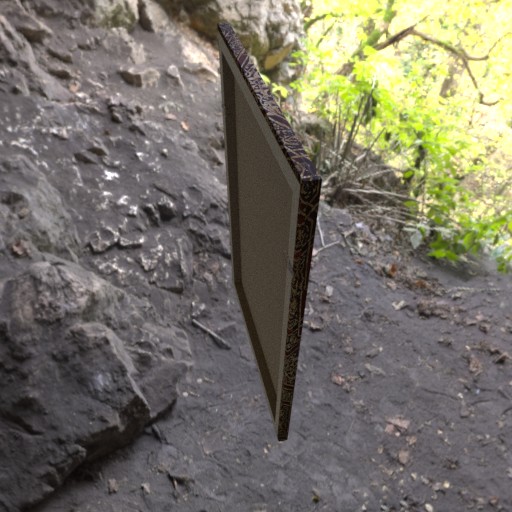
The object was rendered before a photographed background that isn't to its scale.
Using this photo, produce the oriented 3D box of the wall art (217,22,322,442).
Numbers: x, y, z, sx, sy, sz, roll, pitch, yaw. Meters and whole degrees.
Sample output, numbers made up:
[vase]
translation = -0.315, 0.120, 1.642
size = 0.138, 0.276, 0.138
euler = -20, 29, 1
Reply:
[wall art]
translation = 0.000, 0.000, 0.741
size = 0.020, 0.599, 0.397
euler = -11, 48, -10
